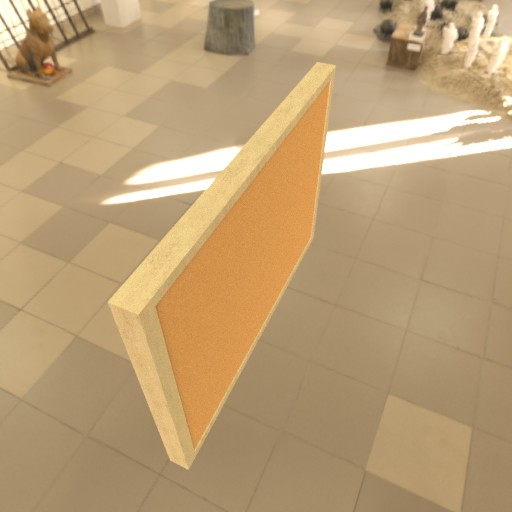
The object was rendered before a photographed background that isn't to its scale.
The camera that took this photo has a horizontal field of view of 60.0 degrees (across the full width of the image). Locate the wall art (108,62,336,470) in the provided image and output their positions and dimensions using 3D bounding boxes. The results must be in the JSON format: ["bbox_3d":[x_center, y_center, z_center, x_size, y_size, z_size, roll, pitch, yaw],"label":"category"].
[{"bbox_3d":[0.000,0.000,0.677,0.032,0.380,0.532,19,49,17],"label":"wall art"}]
